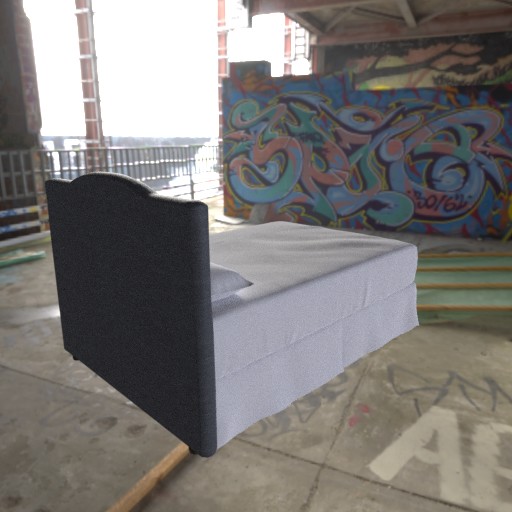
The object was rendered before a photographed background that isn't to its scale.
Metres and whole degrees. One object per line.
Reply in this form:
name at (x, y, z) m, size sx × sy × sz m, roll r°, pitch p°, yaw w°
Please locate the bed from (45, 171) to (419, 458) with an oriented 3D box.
bed at (0.000, 0.000, 3.519) m, size 1.747 × 1.441 × 2.507 m, roll 15°, pitch 21°, yaw 43°
